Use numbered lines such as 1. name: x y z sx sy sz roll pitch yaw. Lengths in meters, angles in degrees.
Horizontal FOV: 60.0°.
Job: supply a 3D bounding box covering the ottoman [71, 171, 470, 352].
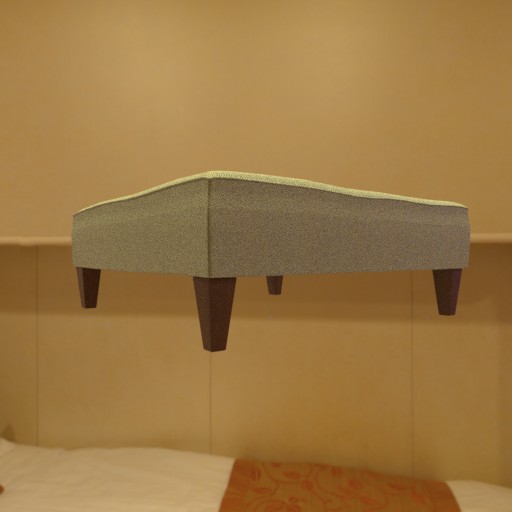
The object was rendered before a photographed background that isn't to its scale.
1. ottoman: 0.000 0.000 1.525 0.968 0.379 1.004 0 0 -37
